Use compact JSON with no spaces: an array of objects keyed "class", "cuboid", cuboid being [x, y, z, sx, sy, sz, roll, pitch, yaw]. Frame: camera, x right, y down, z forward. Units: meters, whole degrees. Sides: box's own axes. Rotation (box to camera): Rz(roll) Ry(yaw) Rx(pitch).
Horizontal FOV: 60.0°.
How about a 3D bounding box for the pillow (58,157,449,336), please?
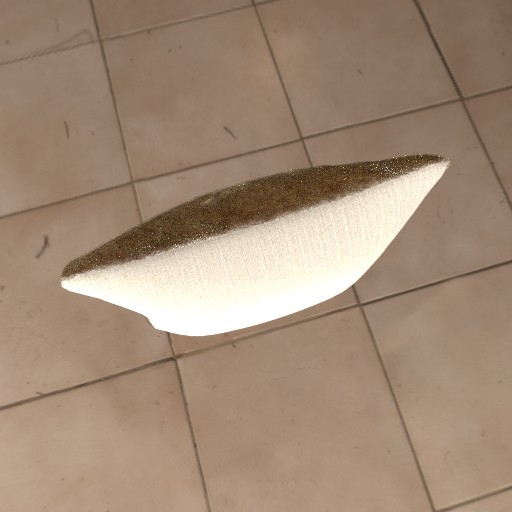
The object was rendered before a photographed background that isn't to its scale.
[{"class":"pillow","cuboid":[0.000,0.000,0.813,0.538,0.525,0.216,-17,75,-5]}]
